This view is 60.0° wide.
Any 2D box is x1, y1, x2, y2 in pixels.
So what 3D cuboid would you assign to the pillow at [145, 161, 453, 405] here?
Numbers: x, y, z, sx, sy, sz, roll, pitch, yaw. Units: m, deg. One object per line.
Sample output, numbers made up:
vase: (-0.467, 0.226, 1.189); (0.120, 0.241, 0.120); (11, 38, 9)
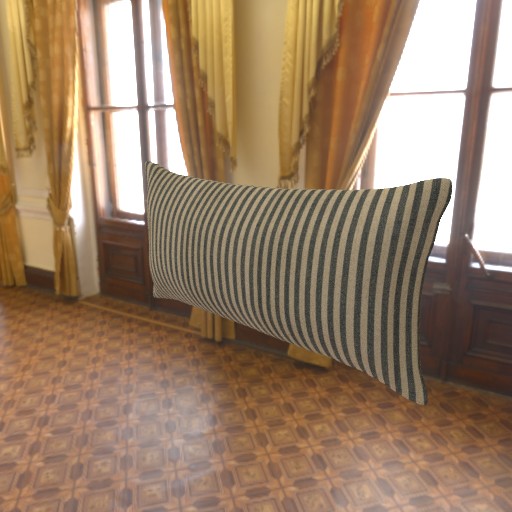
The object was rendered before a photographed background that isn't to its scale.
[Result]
pillow: (0.000, 0.000, 0.745); (0.617, 0.295, 0.151); (13, 19, 41)
